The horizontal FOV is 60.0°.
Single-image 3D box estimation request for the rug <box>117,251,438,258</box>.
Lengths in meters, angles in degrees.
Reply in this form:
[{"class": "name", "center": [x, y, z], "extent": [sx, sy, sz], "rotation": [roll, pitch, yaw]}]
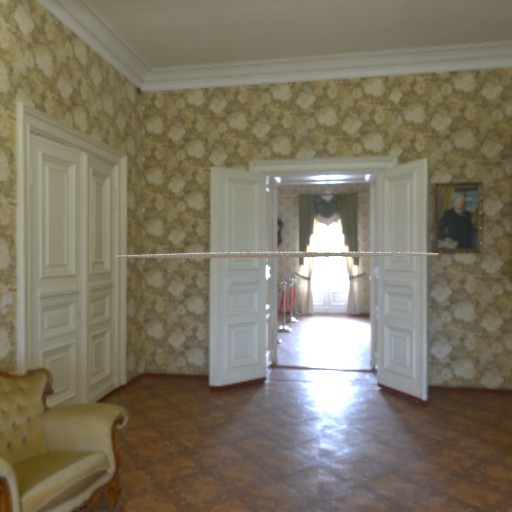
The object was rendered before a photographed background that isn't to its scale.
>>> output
[{"class": "rug", "center": [0.000, 0.000, 3.031], "extent": [1.520, 0.006, 2.432], "rotation": [1, -1, -37]}]
